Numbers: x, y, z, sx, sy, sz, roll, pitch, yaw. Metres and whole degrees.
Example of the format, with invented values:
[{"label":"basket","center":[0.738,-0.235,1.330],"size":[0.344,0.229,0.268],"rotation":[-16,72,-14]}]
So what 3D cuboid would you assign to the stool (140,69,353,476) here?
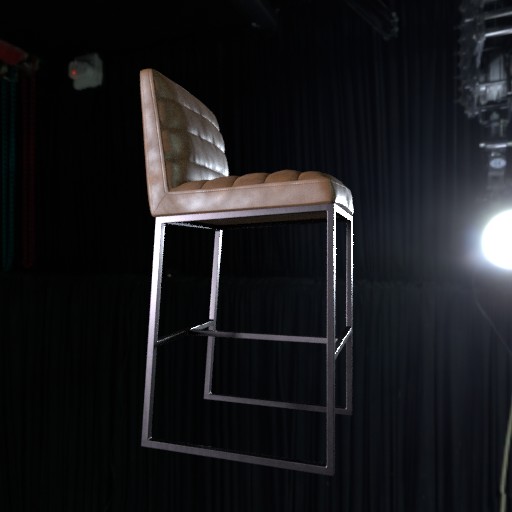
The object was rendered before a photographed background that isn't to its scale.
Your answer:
[{"label":"stool","center":[0.000,0.000,1.363],"size":[0.562,1.065,0.463],"rotation":[0,1,18]}]
